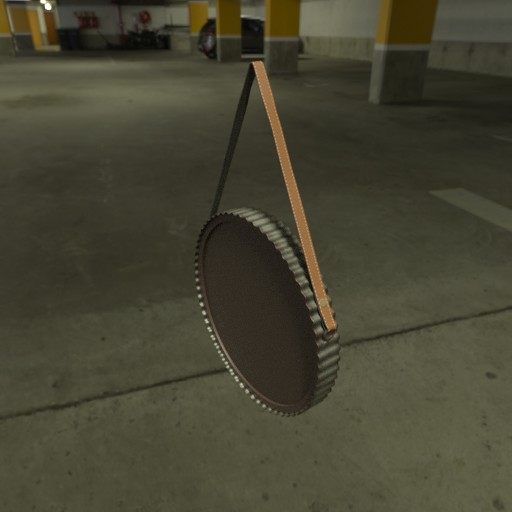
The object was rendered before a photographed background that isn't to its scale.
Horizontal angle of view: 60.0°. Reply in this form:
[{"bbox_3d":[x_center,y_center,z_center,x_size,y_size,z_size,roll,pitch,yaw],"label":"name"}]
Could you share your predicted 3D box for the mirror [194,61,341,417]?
[{"bbox_3d":[0.000,0.000,0.705,0.042,0.568,0.355,-18,32,-32],"label":"mirror"}]
